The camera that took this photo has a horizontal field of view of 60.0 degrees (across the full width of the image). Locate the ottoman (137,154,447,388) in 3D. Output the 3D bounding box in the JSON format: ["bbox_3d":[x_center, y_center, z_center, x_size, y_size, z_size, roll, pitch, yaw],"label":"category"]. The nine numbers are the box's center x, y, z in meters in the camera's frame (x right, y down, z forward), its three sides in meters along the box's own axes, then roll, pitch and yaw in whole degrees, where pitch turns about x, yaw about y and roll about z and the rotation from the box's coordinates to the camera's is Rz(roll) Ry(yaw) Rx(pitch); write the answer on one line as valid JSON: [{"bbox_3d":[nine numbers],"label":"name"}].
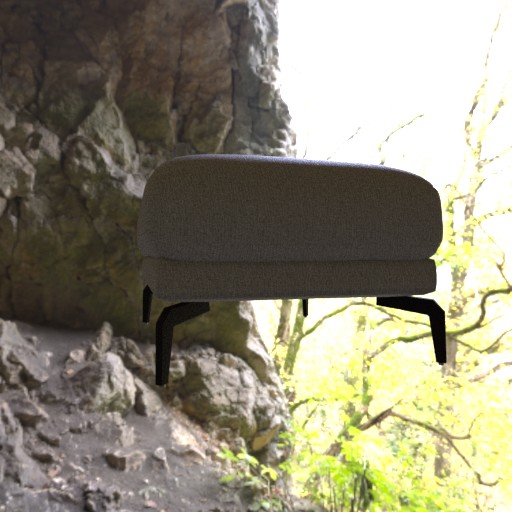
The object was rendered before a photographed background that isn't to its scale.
[{"bbox_3d":[0.000,0.000,1.109,0.568,0.420,0.772,0,0,-16],"label":"ottoman"}]
